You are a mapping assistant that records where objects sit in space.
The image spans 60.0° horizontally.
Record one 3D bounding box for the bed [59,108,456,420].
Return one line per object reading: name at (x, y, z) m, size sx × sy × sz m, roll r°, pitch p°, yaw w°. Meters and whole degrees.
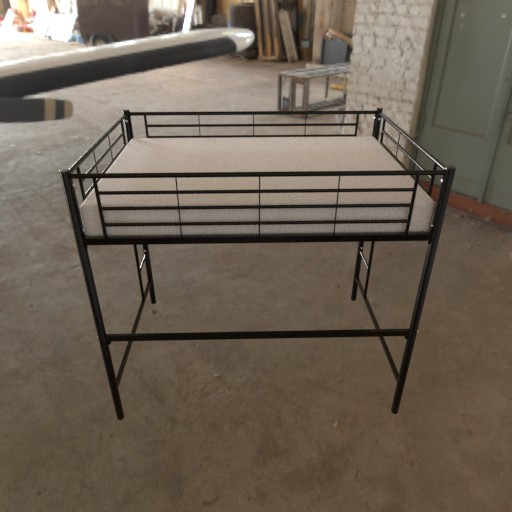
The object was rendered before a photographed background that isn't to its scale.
bed at (0.000, 0.000, 3.255) m, size 1.994 × 1.803 × 1.397 m, roll -1°, pitch 30°, yaw -1°
